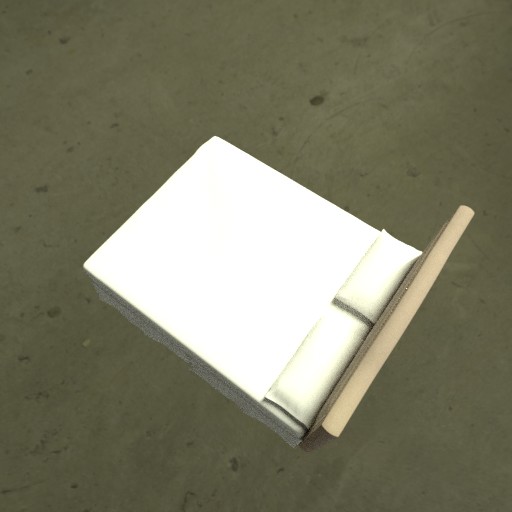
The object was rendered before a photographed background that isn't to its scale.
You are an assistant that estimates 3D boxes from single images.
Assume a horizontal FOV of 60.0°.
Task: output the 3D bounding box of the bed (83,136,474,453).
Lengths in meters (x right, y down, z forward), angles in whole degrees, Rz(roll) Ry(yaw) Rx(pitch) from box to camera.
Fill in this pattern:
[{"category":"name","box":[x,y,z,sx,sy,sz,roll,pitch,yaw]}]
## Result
[{"category":"bed","box":[0.000,0.000,3.422,2.282,1.436,1.821,33,68,16]}]
